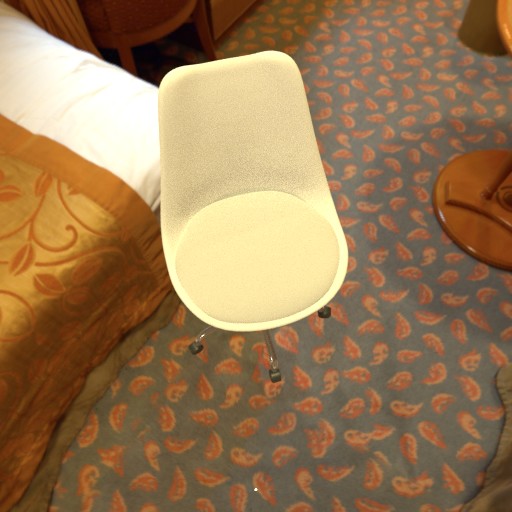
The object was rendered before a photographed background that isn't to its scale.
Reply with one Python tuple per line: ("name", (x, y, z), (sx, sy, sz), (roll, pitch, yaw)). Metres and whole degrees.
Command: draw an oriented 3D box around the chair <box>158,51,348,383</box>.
("chair", (0.000, 0.000, 1.280), (0.550, 0.930, 0.550), (-13, 63, -7))
